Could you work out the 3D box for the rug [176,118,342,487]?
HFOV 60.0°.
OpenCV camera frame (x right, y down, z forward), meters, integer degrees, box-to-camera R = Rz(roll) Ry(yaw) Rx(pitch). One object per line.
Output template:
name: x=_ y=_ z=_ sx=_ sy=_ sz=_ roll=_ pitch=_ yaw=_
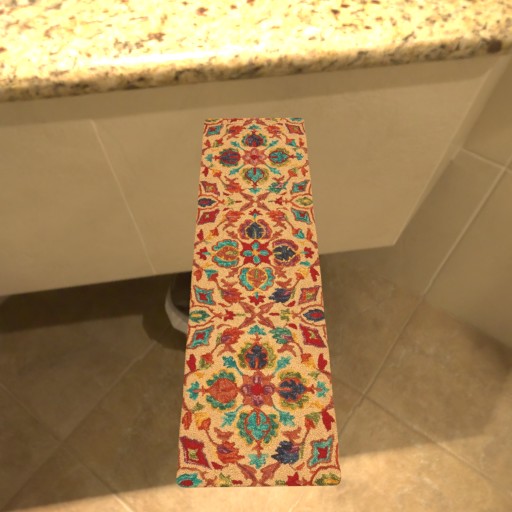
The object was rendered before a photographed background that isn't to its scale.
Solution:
rug: x=0.000 y=0.000 z=2.450 sx=0.693 sy=0.016 sz=2.273 roll=-1 pitch=57 yaw=0
